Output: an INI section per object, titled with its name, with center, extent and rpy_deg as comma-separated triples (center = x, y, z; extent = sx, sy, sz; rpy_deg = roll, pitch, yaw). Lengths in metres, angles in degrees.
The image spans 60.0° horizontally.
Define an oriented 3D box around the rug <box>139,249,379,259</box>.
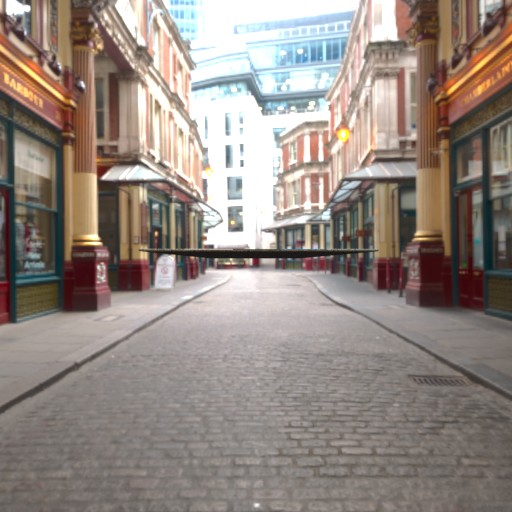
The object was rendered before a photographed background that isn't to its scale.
[rug]
center = 0.000, 0.000, 2.618
extent = 0.774, 0.008, 2.437
rpy_deg = 0, -1, 0
